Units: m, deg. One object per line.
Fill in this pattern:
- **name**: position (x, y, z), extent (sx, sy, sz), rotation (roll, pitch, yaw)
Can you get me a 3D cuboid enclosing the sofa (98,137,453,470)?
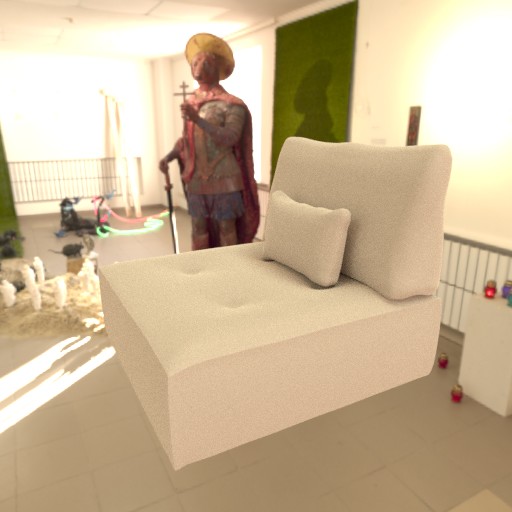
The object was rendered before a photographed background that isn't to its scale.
- **sofa**: position (0.000, 0.000, 1.658), extent (1.000, 0.828, 0.935), rotation (-9, 19, -27)
